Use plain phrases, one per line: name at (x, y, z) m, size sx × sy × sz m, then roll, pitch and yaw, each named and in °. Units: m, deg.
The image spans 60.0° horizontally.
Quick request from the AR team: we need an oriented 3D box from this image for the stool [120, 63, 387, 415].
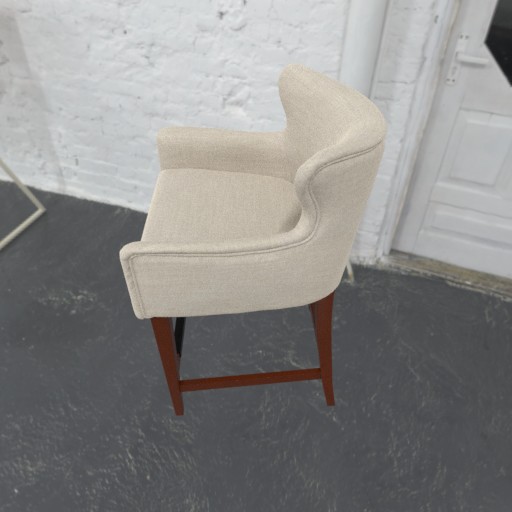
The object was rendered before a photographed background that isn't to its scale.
stool at (0.000, 0.000, 1.395) m, size 0.637 × 0.987 × 0.615 m, roll -1°, pitch 42°, yaw -1°
